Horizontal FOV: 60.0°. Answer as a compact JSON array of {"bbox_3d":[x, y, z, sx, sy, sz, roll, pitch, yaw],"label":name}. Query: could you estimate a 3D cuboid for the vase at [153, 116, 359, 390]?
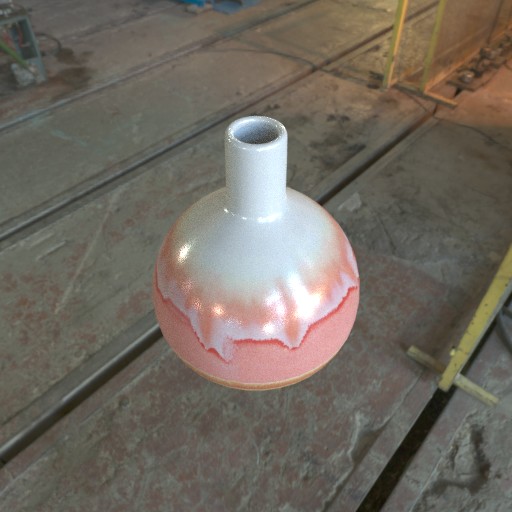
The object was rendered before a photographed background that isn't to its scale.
[{"bbox_3d":[0.000,0.000,0.278,0.137,0.176,0.137,0,46,0],"label":"vase"}]
